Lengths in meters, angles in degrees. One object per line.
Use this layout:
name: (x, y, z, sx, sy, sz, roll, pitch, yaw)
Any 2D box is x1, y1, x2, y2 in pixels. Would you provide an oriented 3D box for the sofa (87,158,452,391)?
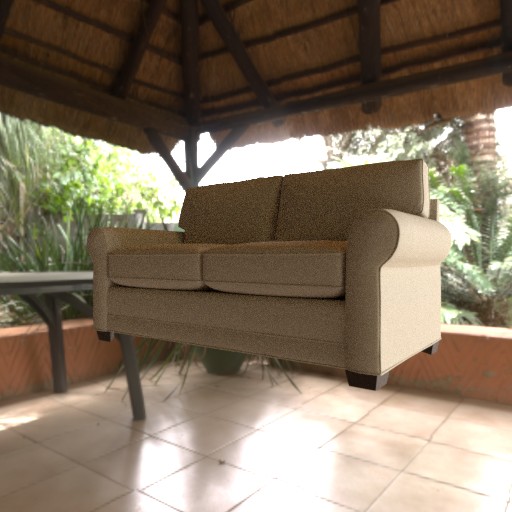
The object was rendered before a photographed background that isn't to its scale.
sofa: (0.000, 0.000, 2.306, 1.774, 0.933, 0.861, 0, 0, 36)
